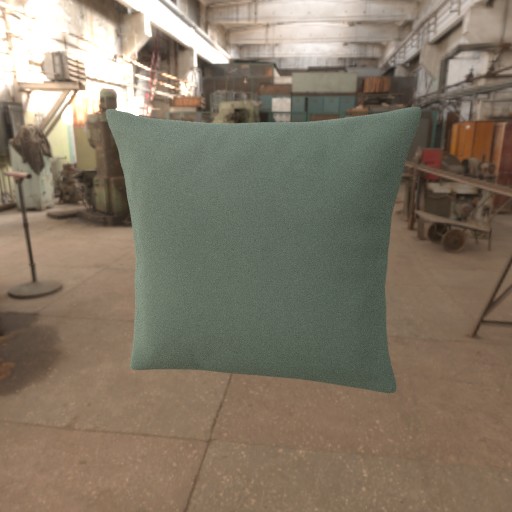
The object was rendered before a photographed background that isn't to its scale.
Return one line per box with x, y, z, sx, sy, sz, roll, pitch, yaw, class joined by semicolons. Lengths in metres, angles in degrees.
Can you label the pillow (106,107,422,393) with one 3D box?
0.000;0.000;0.797;0.526;0.507;0.166;3;16;10;pillow
